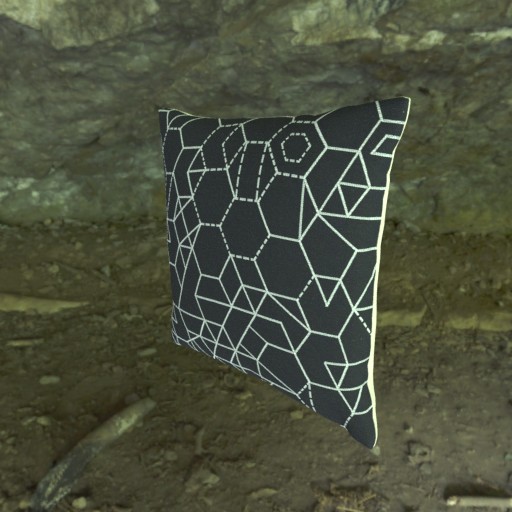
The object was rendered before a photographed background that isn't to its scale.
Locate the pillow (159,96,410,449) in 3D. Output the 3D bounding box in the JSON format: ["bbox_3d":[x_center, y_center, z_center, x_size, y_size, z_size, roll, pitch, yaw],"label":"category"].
[{"bbox_3d":[0.000,0.000,0.777,0.517,0.508,0.158,15,21,41],"label":"pillow"}]
